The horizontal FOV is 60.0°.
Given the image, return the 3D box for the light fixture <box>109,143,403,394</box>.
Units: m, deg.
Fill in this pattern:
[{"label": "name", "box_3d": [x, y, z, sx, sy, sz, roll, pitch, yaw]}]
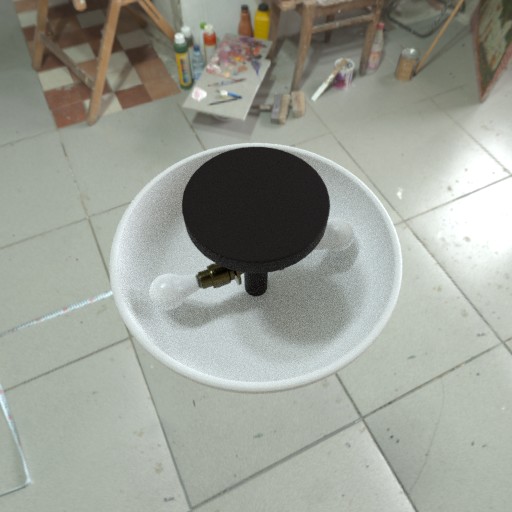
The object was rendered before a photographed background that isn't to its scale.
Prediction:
[{"label": "light fixture", "box_3d": [0.000, 0.000, 0.525, 0.331, 0.212, 0.331, 0, 58, 0]}]
